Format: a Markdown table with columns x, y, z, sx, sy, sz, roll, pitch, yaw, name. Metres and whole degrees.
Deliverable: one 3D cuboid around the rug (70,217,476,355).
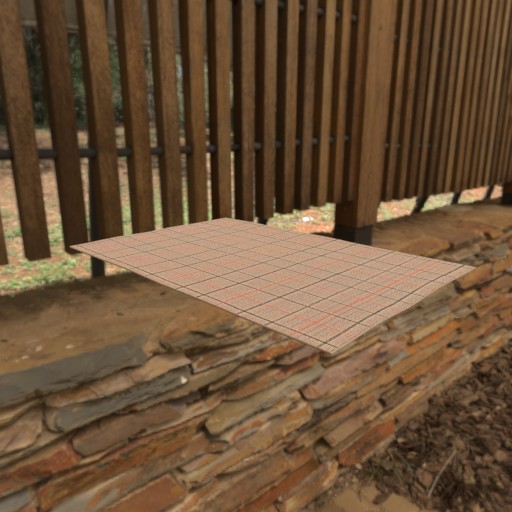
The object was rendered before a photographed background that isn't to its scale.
| x | y | z | sx | sy | sz | roll | pitch | yaw | name |
| --- | --- | --- | --- | --- | --- | --- | --- | --- | --- |
| 0.000 | 0.000 | 2.372 | 1.829 | 0.013 | 1.220 | 15 | 22 | 42 | rug |
